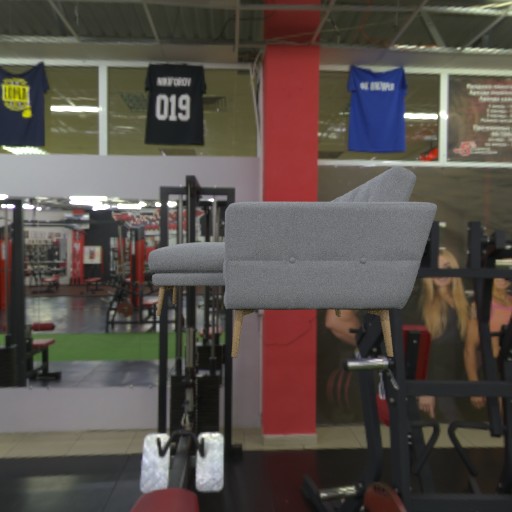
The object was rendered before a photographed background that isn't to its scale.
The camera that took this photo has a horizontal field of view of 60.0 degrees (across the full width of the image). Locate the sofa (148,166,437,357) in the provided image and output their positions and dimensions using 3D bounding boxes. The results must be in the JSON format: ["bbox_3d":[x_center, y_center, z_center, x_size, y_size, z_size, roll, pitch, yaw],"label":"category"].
[{"bbox_3d":[0.000,0.000,2.860,1.530,0.860,2.040,0,1,-1],"label":"sofa"}]
